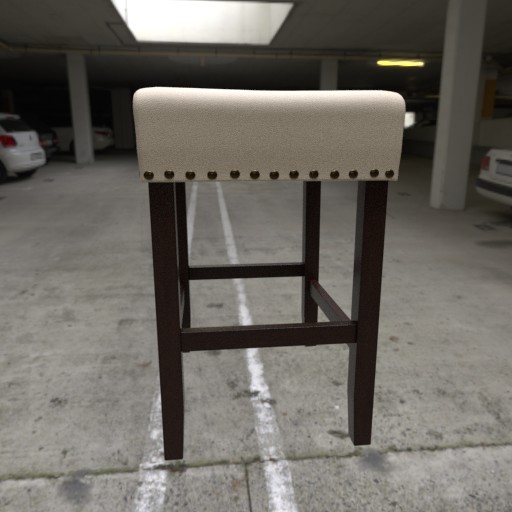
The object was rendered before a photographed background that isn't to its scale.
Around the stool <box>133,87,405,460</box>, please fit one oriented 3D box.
[{"bbox_3d":[0.000,0.000,0.922,0.401,0.609,0.471,-2,14,-6],"label":"stool"}]
